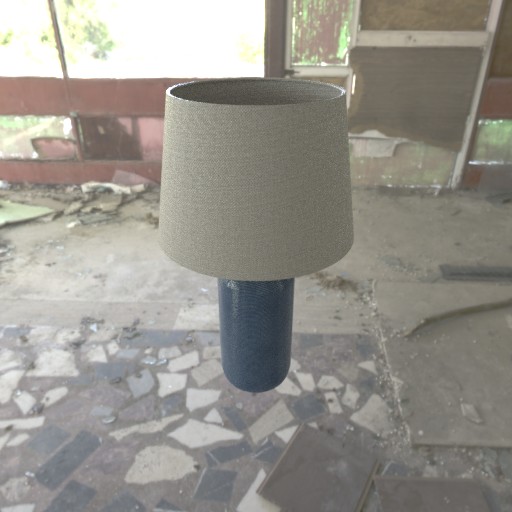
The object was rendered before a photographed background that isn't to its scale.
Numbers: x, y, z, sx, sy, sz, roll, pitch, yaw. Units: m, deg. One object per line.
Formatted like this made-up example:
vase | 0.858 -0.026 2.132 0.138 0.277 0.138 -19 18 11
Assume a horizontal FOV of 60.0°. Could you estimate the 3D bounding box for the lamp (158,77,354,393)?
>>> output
lamp | 0.000 0.000 0.601 0.253 0.428 0.253 0 29 0
